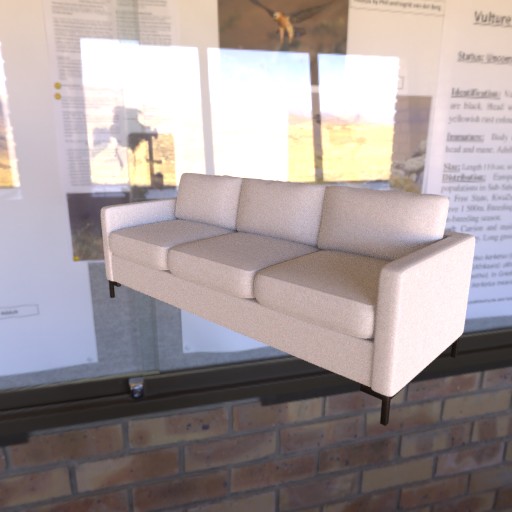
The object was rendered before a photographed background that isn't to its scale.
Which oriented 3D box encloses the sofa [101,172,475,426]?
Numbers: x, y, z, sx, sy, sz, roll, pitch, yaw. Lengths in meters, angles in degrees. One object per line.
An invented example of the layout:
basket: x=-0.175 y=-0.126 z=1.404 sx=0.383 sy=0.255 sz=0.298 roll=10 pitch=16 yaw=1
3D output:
sofa: x=0.000 y=0.000 z=2.687 sx=2.218 sy=0.874 sz=0.859 roll=14 pitch=20 yaw=41
